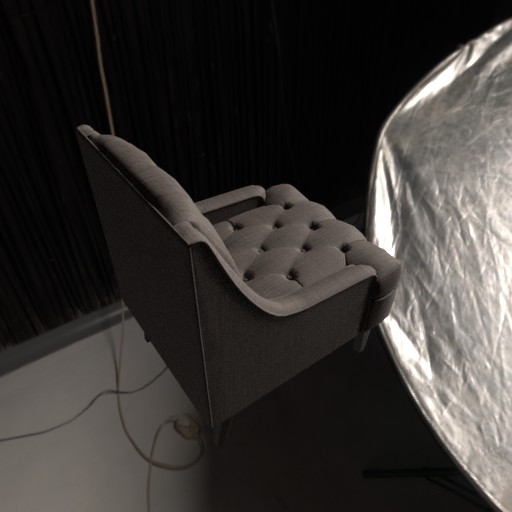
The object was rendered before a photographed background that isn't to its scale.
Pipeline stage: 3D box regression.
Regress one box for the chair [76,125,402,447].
[{"bbox_3d":[0.000,0.000,1.461,0.771,0.891,0.655,-25,46,-26],"label":"chair"}]
